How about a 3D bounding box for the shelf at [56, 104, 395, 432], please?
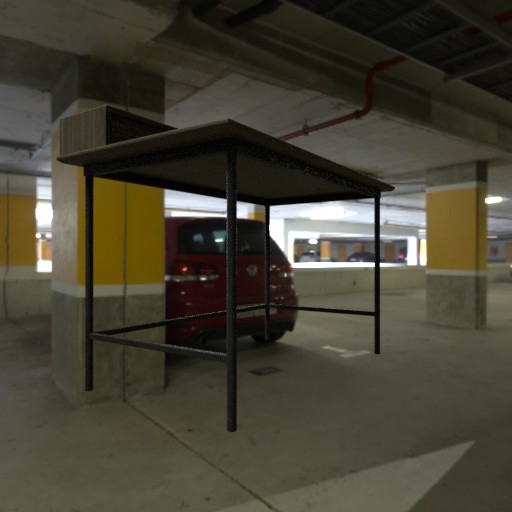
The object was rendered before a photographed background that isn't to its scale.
[{"bbox_3d":[0.000,0.000,1.695,0.685,0.865,1.212,0,0,35],"label":"shelf"}]
